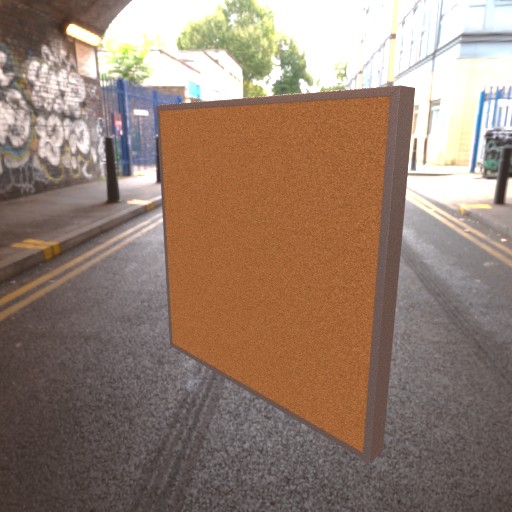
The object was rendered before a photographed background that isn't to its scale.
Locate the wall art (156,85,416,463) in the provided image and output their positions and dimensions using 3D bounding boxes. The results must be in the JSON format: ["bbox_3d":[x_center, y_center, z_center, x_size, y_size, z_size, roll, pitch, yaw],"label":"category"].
[{"bbox_3d":[0.000,0.000,0.519,0.028,0.349,0.349,-15,21,-42],"label":"wall art"}]
